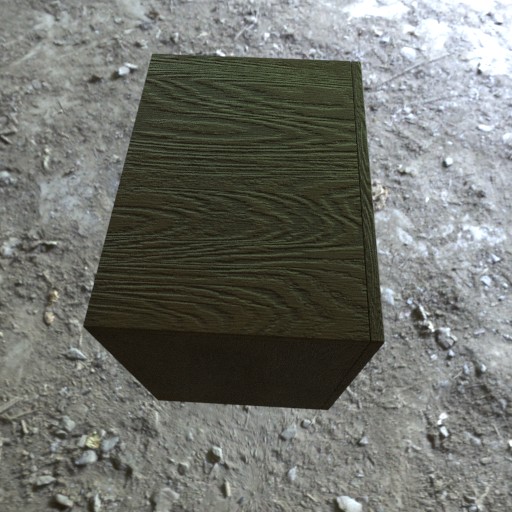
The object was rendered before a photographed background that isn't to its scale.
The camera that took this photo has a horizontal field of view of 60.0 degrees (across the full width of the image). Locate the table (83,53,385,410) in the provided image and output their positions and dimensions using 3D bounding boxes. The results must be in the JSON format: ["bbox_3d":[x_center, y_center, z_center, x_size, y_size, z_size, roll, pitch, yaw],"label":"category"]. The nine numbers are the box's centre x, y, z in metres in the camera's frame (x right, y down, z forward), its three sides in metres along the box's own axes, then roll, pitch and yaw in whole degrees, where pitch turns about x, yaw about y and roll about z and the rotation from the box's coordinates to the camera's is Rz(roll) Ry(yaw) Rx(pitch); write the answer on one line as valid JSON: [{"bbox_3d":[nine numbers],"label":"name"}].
[{"bbox_3d":[0.000,0.000,0.982,0.439,0.585,0.560,3,62,2],"label":"table"}]
